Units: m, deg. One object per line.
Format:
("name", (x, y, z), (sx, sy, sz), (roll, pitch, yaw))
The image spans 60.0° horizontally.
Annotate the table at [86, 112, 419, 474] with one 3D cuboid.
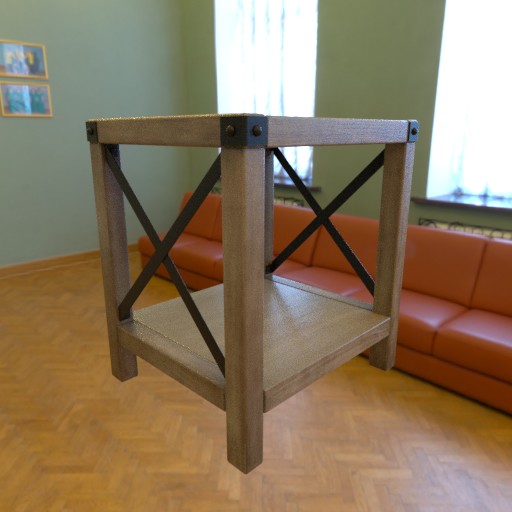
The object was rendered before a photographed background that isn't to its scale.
("table", (0.000, 0.000, 0.954), (0.459, 0.561, 0.510), (15, 21, 43))
